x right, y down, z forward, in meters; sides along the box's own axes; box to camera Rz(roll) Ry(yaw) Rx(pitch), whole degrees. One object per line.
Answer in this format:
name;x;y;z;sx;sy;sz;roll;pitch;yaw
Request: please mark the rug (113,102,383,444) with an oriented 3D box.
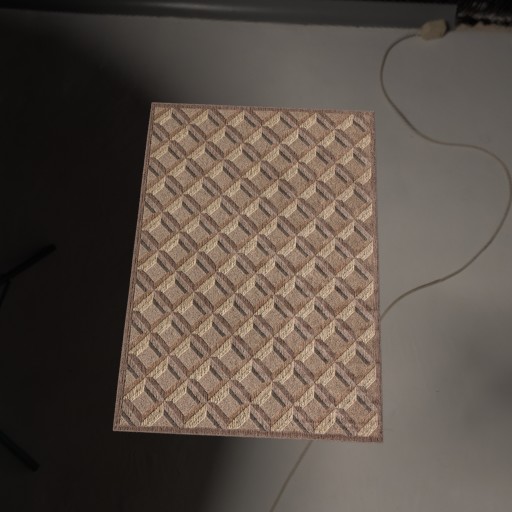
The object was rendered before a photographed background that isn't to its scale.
rug;0.000;0.000;4.307;2.382;0.018;3.294;2;75;1
